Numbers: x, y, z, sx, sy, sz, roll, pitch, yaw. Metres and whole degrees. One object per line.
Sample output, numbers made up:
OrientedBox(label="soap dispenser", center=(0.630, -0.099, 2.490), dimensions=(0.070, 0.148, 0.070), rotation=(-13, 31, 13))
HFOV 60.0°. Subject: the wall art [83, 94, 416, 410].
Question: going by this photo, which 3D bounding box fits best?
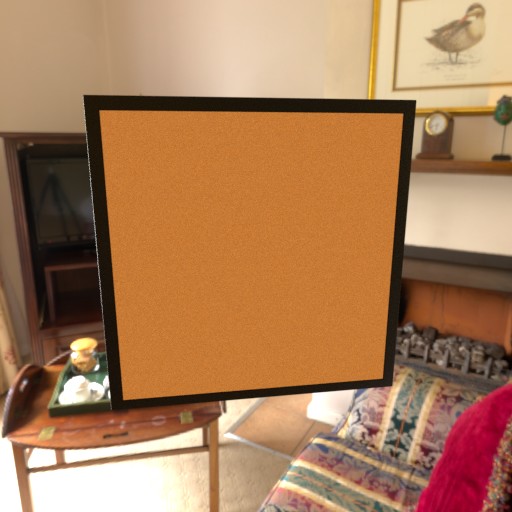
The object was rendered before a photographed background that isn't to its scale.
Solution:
OrientedBox(label="wall art", center=(0.000, 0.000, 0.448), dimensions=(0.299, 0.299, 0.037), rotation=(-2, 14, -9))
